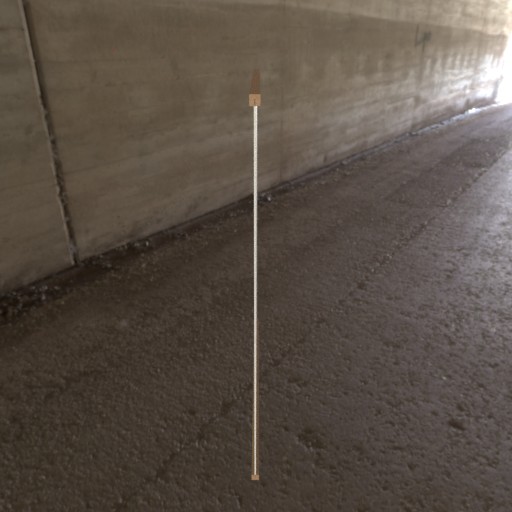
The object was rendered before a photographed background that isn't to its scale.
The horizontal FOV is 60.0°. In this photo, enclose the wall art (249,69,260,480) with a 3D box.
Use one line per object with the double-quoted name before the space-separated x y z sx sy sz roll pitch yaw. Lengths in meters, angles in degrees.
"wall art" 0.000 0.000 0.813 0.012 0.608 0.459 0 26 0
